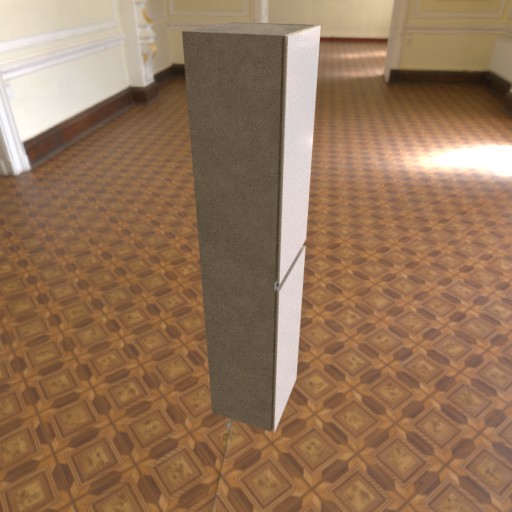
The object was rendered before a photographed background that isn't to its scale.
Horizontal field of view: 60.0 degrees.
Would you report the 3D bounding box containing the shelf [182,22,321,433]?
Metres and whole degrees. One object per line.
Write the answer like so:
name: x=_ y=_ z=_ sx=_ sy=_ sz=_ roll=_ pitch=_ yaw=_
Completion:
shelf: x=0.000 y=0.000 z=1.525 sx=0.270 sy=1.400 sz=0.300 roll=12 pitch=34 yaw=18
